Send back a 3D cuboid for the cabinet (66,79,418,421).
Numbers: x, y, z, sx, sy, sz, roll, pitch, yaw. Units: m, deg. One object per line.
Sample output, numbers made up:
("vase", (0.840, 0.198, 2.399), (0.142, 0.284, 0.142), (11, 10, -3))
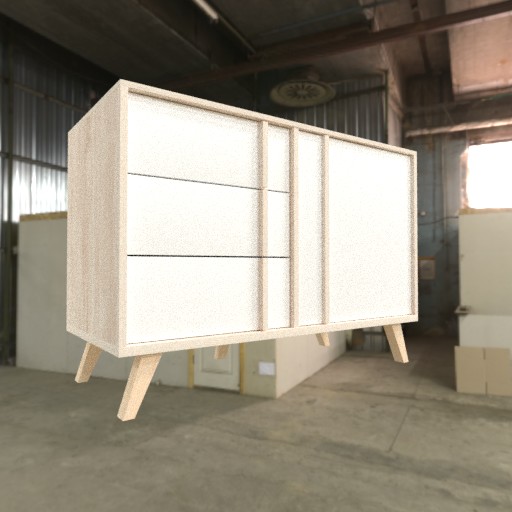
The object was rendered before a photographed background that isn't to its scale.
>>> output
("cabinet", (0.000, 0.000, 1.520), (1.110, 0.780, 0.500), (1, -1, -36))
